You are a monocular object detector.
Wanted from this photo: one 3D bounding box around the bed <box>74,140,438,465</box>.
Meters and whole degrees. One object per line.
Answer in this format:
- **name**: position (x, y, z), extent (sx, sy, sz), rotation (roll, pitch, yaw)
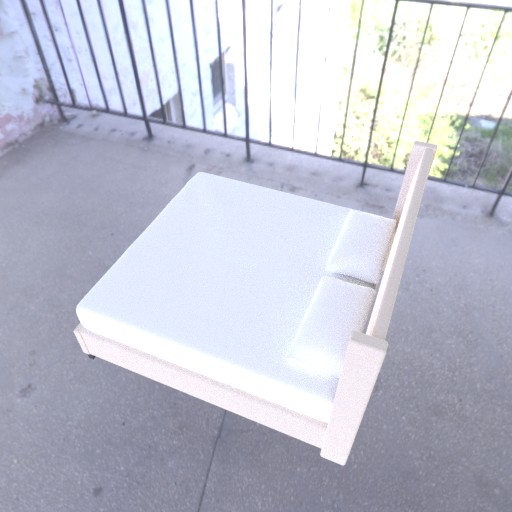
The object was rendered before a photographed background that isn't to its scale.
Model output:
- **bed**: position (0.000, 0.000, 3.710), extent (2.293, 1.471, 2.145), rotation (17, 47, 16)
